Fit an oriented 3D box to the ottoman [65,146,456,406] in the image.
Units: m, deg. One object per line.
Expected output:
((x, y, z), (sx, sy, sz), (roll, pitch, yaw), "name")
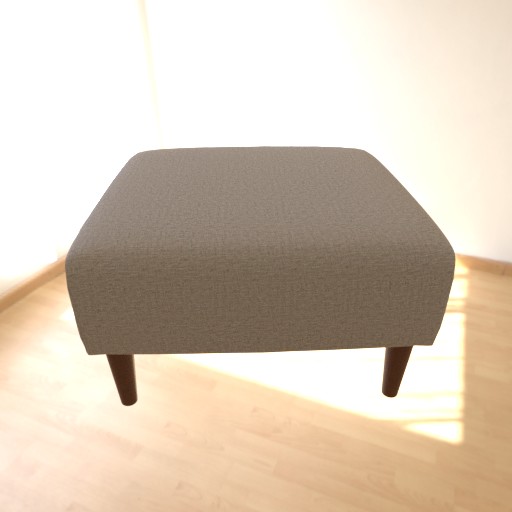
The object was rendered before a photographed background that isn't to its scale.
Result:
((0.000, 0.000, 1.061), (0.655, 0.399, 0.648), (-1, 30, -2), "ottoman")
